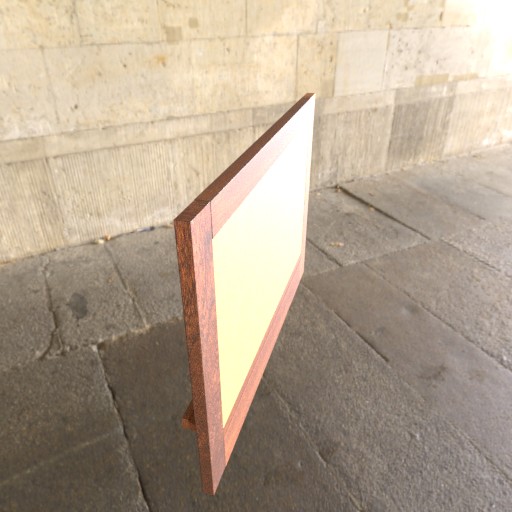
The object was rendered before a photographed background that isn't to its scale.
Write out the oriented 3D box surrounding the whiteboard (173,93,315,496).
[{"bbox_3d":[0.000,0.000,0.995,0.083,0.559,0.783,9,32,15],"label":"whiteboard"}]
